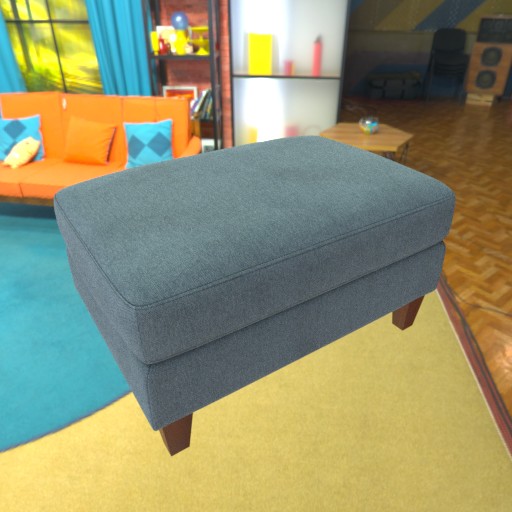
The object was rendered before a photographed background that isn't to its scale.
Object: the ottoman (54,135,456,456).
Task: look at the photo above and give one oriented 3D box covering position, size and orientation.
[{"bbox_3d":[0.000,0.000,1.180,0.864,0.483,0.584,-19,36,-28],"label":"ottoman"}]
